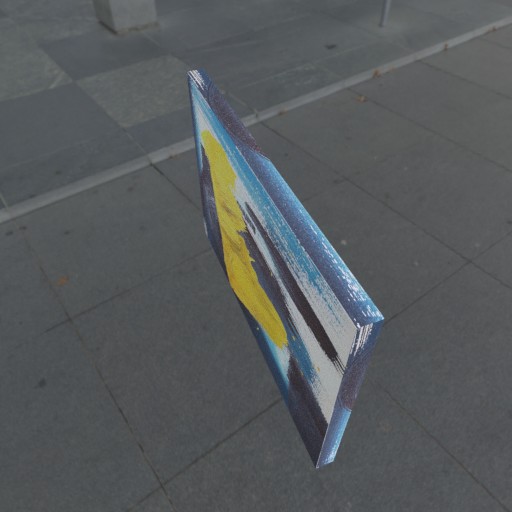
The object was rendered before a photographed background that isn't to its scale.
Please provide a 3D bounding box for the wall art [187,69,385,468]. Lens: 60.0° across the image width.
[{"bbox_3d":[0.000,0.000,0.777,0.033,0.406,0.609,-16,49,-15],"label":"wall art"}]
